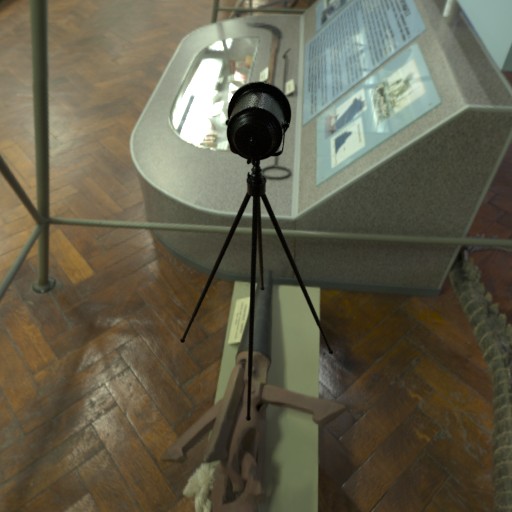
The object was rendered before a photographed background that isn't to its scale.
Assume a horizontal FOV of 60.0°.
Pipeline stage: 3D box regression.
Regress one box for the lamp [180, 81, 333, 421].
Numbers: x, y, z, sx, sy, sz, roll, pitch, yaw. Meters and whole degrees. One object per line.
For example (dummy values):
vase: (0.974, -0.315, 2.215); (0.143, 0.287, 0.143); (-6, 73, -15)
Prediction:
lamp: (0.000, 0.000, 2.011); (0.879, 1.504, 0.884); (4, 46, 4)
